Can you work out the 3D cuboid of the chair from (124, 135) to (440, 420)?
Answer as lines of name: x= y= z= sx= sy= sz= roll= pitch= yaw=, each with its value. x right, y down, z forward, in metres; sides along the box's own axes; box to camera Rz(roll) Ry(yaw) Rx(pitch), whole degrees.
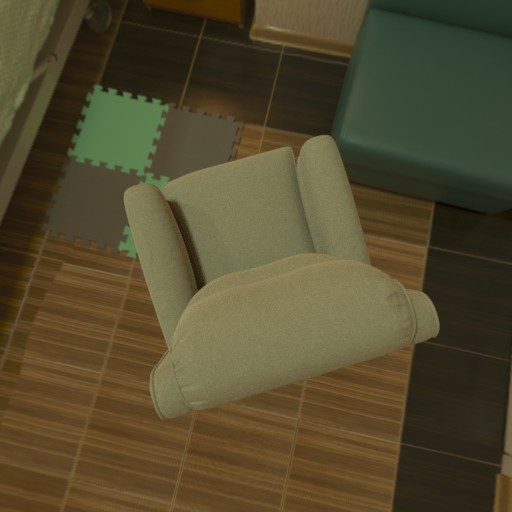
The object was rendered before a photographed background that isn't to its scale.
chair: x=0.000 y=0.000 z=1.692 sx=0.859 sy=1.046 sz=0.919 roll=-16 pitch=77 yaw=-4
